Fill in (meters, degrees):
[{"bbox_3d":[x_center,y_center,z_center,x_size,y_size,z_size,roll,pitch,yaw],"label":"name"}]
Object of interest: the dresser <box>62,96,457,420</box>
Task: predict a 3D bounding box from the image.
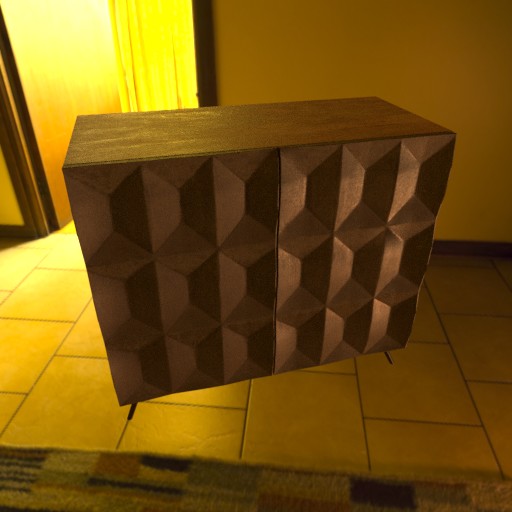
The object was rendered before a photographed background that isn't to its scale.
[{"bbox_3d":[0.000,0.000,1.432,0.967,0.847,0.446,-8,33,-13],"label":"dresser"}]
